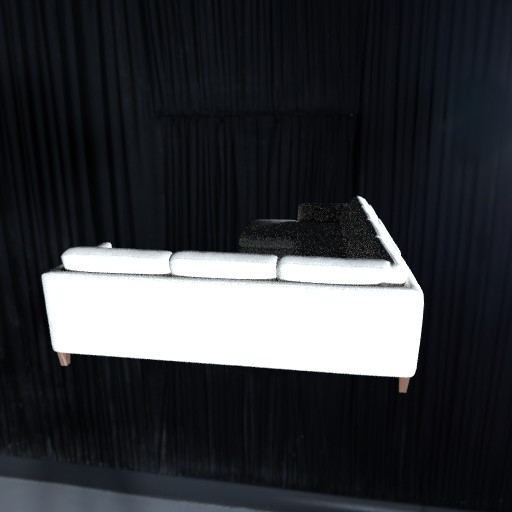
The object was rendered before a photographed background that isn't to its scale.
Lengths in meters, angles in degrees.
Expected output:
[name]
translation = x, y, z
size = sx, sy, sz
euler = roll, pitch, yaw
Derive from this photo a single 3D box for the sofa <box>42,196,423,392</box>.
[sofa]
translation = 0.000, 0.000, 4.431
size = 2.551, 0.853, 3.238
euler = 2, 16, 8
